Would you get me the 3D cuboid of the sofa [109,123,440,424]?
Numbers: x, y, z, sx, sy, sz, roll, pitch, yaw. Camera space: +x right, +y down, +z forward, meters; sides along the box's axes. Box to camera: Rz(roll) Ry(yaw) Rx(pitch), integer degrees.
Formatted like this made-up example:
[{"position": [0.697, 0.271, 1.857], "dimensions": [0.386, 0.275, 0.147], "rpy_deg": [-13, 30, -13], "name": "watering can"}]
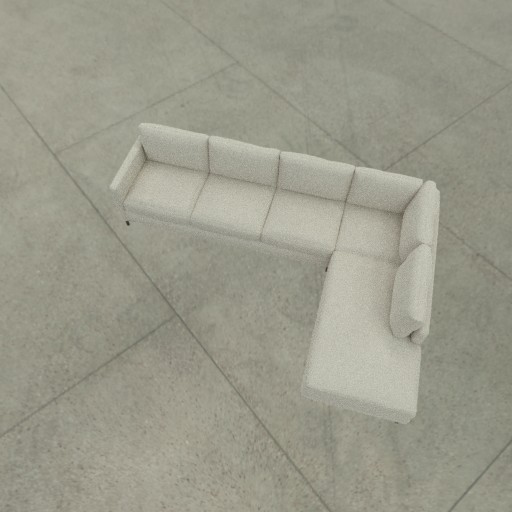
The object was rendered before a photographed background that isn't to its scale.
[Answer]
[{"position": [0.000, 0.000, 3.857], "dimensions": [2.949, 0.815, 2.007], "rpy_deg": [14, 59, 8], "name": "sofa"}]
